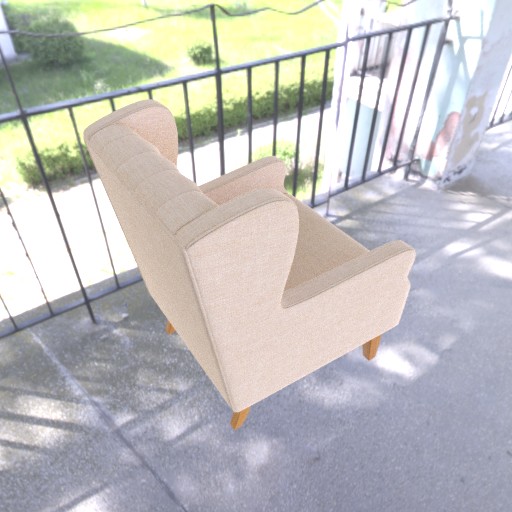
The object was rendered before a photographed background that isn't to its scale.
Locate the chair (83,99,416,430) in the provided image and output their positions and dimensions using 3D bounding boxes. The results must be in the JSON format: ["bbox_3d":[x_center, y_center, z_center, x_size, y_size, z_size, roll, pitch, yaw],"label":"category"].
[{"bbox_3d":[0.000,0.000,1.474,0.760,0.930,0.710,-24,46,-25],"label":"chair"}]
